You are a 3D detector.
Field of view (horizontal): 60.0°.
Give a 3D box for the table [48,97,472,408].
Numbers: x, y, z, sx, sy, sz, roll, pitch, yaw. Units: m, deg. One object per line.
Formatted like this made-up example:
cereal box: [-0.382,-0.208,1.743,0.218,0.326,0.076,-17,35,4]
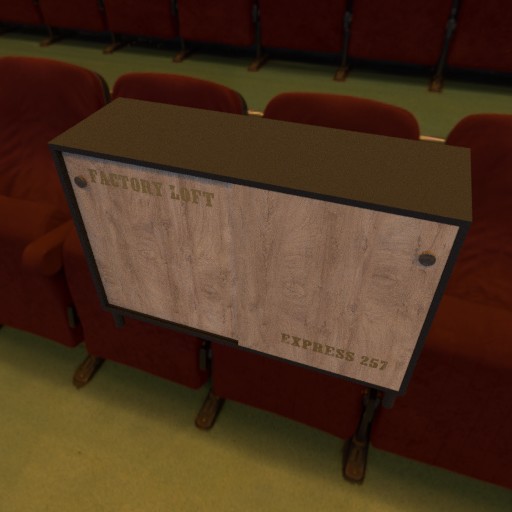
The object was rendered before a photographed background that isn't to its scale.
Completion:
table: [0.000,0.000,1.594,1.200,0.855,0.400,13,42,15]
